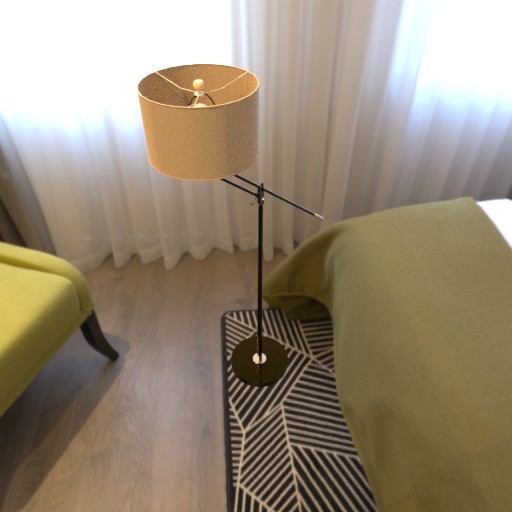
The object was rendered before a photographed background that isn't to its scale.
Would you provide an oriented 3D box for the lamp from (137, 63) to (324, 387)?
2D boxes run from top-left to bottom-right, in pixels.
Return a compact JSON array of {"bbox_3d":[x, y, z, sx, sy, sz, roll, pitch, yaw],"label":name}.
[{"bbox_3d":[0.000,0.000,1.986,0.809,1.635,0.373,-25,47,-26],"label":"lamp"}]
